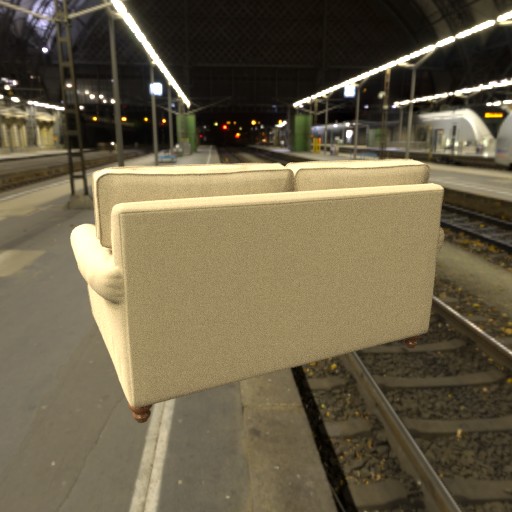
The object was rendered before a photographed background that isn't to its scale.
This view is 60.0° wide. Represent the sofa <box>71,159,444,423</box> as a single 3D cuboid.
[{"bbox_3d":[0.000,0.000,2.199,1.665,0.937,0.964,-7,17,-26],"label":"sofa"}]
